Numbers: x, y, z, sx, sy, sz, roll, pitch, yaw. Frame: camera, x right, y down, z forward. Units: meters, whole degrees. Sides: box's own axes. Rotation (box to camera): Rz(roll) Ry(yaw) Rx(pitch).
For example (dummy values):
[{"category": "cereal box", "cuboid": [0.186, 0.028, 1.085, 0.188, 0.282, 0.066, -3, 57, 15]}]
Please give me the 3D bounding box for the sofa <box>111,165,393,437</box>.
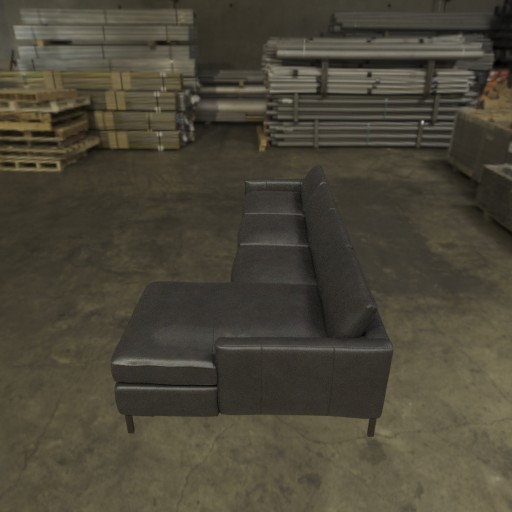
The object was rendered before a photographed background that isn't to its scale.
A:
[{"category": "sofa", "cuboid": [0.000, 0.000, 3.646, 1.471, 0.859, 2.993, 1, 26, 2]}]
